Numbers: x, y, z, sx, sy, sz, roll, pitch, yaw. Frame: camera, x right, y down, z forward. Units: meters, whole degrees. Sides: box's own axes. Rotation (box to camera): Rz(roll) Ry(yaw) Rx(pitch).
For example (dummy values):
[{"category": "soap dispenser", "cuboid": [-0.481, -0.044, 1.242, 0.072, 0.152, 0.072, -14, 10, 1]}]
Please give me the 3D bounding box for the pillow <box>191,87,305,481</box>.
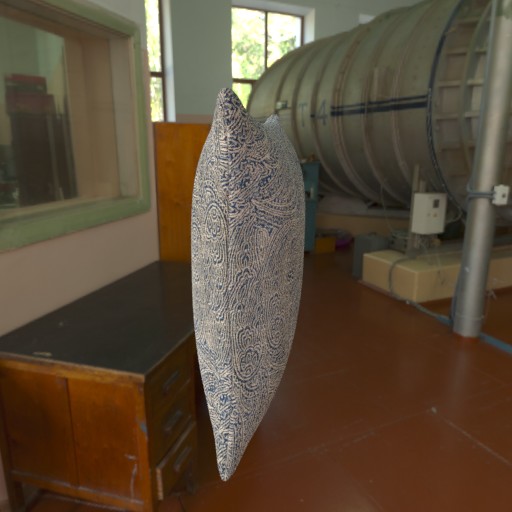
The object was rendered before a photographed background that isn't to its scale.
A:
[{"category": "pillow", "cuboid": [0.000, 0.000, 0.791, 0.166, 0.510, 0.523, 2, 15, 8]}]
